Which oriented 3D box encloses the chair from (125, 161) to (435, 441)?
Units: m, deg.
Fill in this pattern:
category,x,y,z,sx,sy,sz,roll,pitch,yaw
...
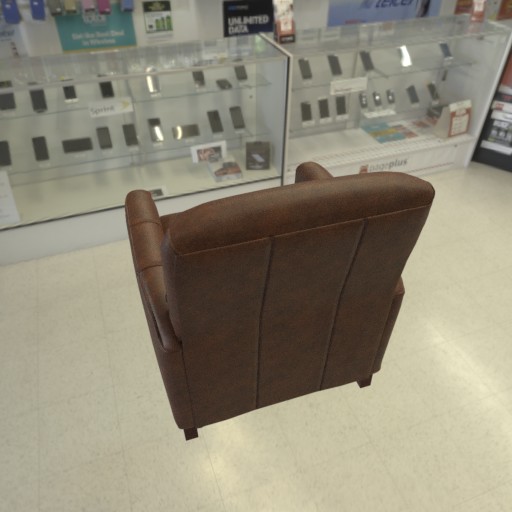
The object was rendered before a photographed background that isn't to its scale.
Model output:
category,x,y,z,sx,sy,sz,roll,pitch,yaw
chair,0.000,0.000,1.586,0.839,1.010,0.850,-12,42,-14
